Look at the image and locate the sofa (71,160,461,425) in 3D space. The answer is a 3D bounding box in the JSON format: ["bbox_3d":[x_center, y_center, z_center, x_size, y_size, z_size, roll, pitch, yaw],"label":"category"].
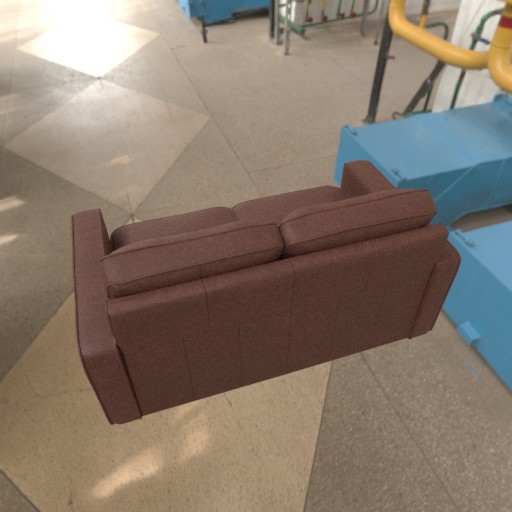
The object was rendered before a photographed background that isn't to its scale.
[{"bbox_3d":[0.000,0.000,2.238,1.709,0.918,0.947,-13,44,-13],"label":"sofa"}]
